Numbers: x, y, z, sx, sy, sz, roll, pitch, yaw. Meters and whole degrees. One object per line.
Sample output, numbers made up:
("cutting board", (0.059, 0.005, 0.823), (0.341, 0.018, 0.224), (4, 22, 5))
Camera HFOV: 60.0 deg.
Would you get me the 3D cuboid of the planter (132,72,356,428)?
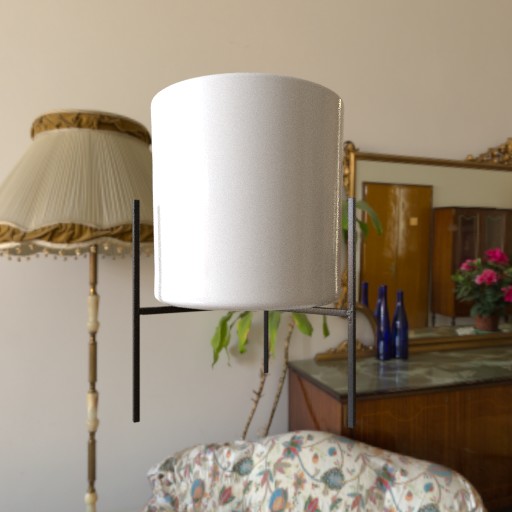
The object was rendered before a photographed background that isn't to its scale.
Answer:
("planter", (0.000, 0.000, 0.647), (0.308, 0.431, 0.307), (0, 0, 36))
